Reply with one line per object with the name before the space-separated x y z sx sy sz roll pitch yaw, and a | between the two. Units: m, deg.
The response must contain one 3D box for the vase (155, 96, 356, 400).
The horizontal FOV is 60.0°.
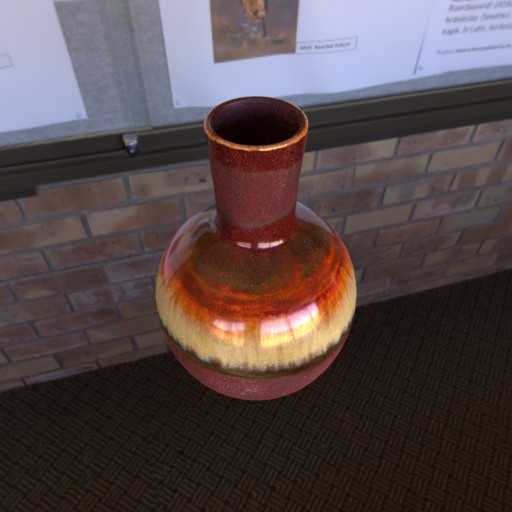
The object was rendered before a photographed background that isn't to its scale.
vase | 0.000 0.000 0.229 0.111 0.154 0.111 0 46 0
